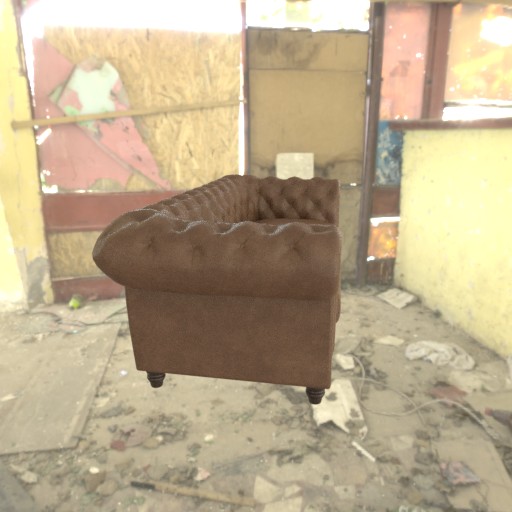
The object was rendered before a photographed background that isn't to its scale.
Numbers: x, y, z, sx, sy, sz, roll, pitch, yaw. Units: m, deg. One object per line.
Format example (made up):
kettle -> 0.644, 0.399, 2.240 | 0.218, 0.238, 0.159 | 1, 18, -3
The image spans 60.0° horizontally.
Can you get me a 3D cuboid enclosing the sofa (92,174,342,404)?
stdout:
sofa -> 0.000, 0.000, 2.549 | 0.955, 0.784, 2.048 | 3, 16, 10
